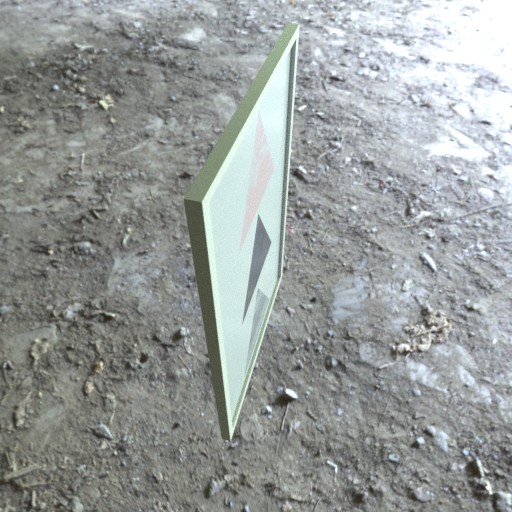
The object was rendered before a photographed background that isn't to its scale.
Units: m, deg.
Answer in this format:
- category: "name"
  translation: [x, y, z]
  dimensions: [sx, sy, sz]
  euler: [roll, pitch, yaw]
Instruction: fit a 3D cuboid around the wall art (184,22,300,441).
- category: "wall art"
  translation: [0.000, 0.000, 0.545]
  dimensions: [0.013, 0.433, 0.303]
  euler: [12, 49, 10]
